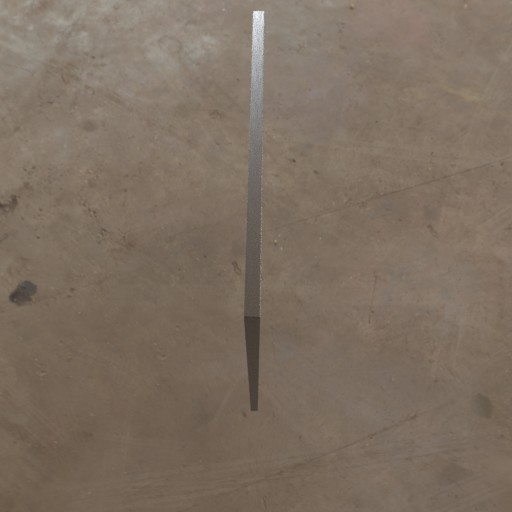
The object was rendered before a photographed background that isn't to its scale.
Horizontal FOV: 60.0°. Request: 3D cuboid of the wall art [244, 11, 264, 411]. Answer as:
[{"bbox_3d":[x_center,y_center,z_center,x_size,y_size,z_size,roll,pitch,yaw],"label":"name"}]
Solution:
[{"bbox_3d":[0.000,0.000,0.670,0.013,0.529,0.376,1,63,0],"label":"wall art"}]
